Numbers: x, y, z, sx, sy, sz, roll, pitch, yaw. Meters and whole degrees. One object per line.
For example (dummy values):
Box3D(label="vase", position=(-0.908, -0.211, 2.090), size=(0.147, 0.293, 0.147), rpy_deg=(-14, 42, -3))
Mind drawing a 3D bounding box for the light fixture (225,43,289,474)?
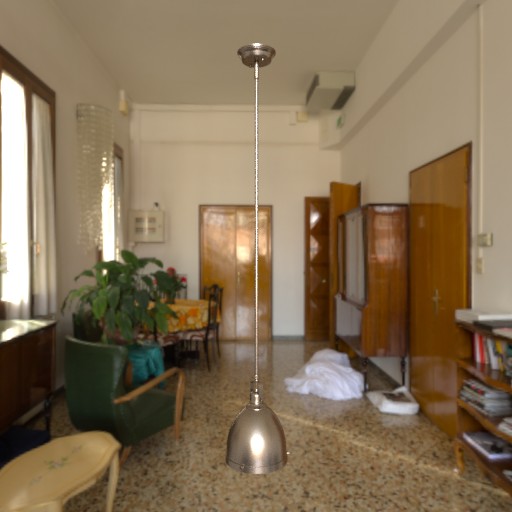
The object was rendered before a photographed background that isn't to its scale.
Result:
Box3D(label="light fixture", position=(0.000, 0.000, 1.496), size=(0.211, 1.367, 0.217), rpy_deg=(0, 0, -37))
